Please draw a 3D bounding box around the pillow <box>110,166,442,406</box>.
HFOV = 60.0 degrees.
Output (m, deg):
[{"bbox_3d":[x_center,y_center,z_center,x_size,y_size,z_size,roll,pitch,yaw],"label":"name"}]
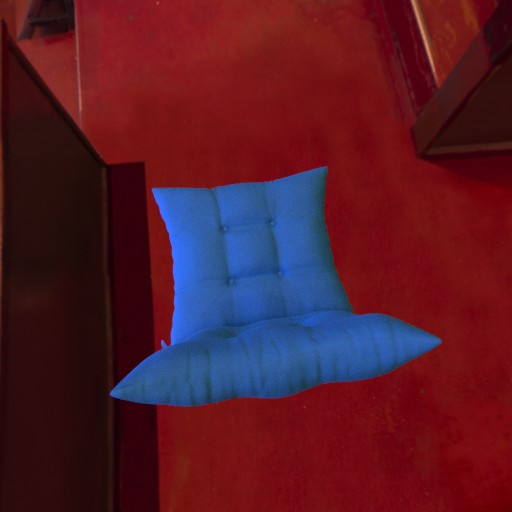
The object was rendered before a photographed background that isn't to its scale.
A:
[{"bbox_3d":[0.000,0.000,0.976,0.541,0.536,0.585,-8,75,-2],"label":"pillow"}]
